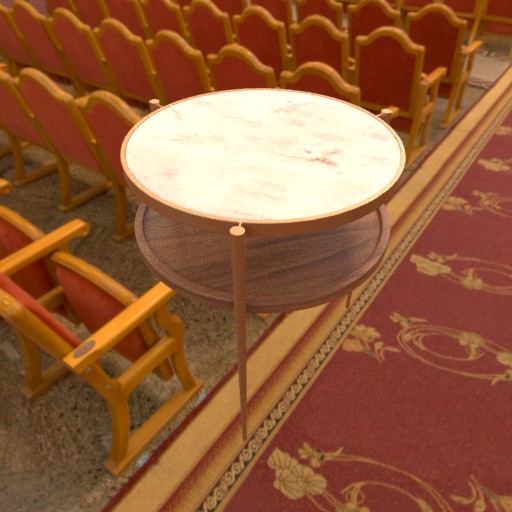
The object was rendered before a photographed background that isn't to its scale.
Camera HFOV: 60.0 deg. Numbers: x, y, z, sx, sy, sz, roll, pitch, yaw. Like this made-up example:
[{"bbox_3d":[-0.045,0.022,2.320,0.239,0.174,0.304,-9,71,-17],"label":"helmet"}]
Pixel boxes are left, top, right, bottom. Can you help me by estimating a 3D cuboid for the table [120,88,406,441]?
[{"bbox_3d":[0.000,0.000,0.839,0.456,0.493,0.430,26,47,26],"label":"table"}]
